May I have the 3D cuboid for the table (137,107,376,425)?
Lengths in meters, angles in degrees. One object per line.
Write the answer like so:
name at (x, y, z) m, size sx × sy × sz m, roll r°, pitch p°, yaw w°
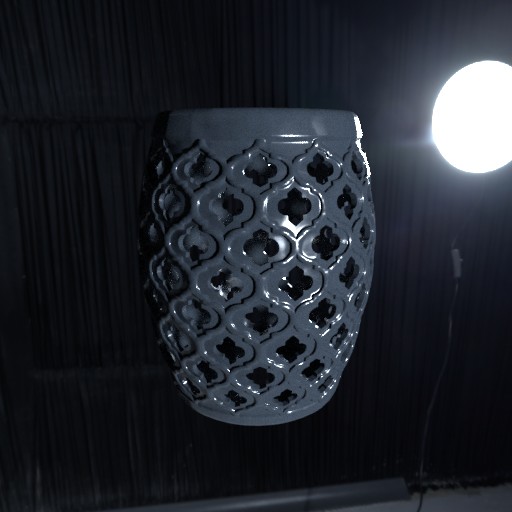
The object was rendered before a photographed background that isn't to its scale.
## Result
table at (0.000, 0.000, 0.631) m, size 0.325 × 0.388 × 0.325 m, roll 0°, pitch 15°, yaw 0°
